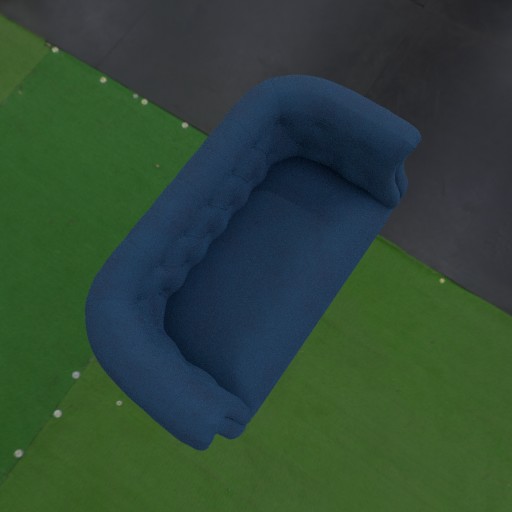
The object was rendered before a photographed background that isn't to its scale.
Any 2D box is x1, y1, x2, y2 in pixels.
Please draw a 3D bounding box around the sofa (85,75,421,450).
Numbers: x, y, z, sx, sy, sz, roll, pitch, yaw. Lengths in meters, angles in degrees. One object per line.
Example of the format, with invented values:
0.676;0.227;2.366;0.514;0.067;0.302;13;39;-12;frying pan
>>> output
0.000;0.000;2.084;0.835;0.827;1.558;35;78;8;sofa
